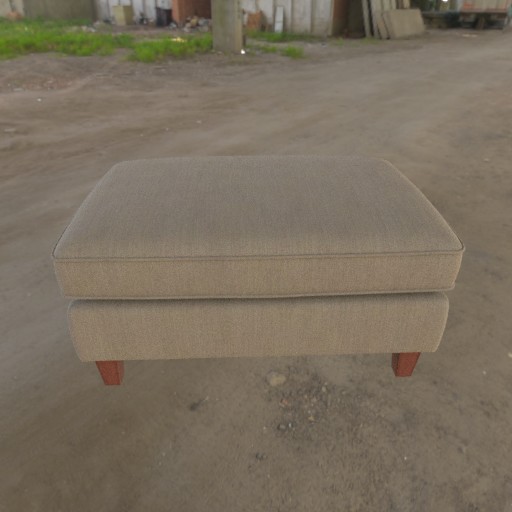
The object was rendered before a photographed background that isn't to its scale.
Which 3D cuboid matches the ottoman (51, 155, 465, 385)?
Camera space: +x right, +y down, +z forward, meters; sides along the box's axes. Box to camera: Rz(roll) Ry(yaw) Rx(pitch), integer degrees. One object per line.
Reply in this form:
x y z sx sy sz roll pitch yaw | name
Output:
0.000 0.000 1.318 0.941 0.480 0.636 -1 31 -2 | ottoman
